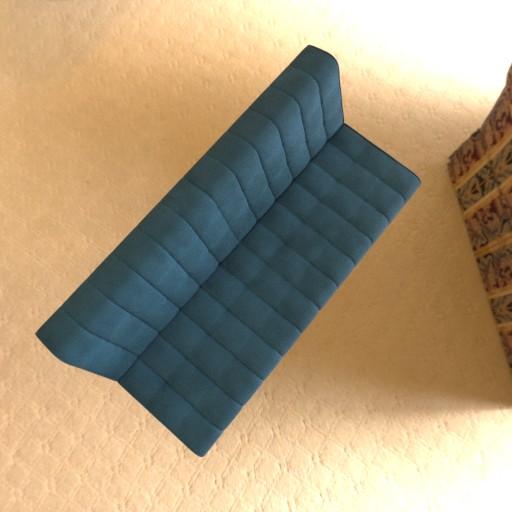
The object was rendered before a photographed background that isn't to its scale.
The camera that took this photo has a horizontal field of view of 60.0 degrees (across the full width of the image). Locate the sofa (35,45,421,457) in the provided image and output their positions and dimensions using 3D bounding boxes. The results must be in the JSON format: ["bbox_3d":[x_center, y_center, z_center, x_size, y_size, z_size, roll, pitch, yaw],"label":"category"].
[{"bbox_3d":[0.000,0.000,2.263,0.855,0.813,1.804,39,79,9],"label":"sofa"}]
